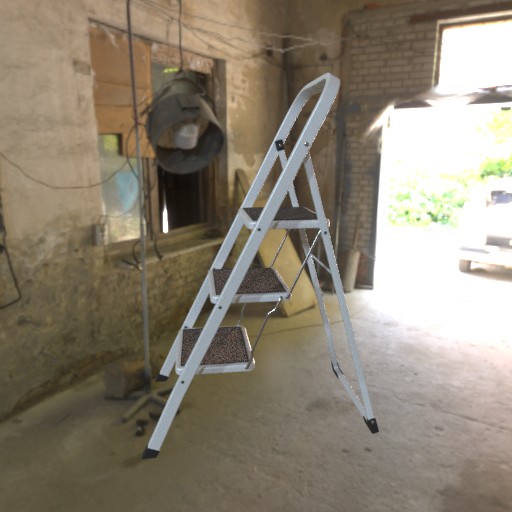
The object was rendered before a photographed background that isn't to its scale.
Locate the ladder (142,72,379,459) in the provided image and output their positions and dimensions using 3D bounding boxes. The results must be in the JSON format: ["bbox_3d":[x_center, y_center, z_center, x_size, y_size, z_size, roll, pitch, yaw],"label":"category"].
[{"bbox_3d":[0.000,0.000,1.394,0.711,1.050,0.460,-2,14,-7],"label":"ladder"}]
